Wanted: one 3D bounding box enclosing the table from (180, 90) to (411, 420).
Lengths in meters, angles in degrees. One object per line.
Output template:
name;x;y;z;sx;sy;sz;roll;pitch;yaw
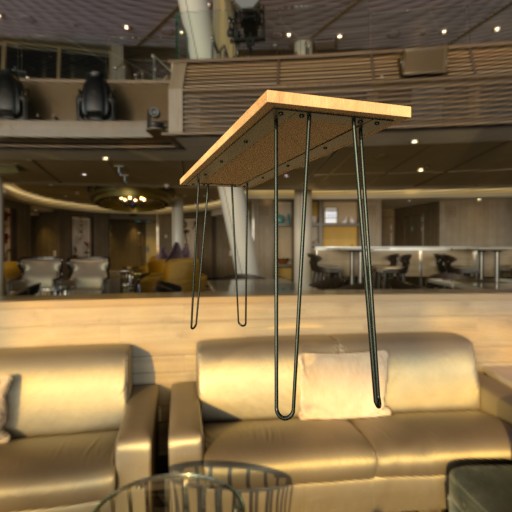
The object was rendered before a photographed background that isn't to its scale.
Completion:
table;0.000;0.000;1.766;0.399;0.799;1.400;0;1;-18
